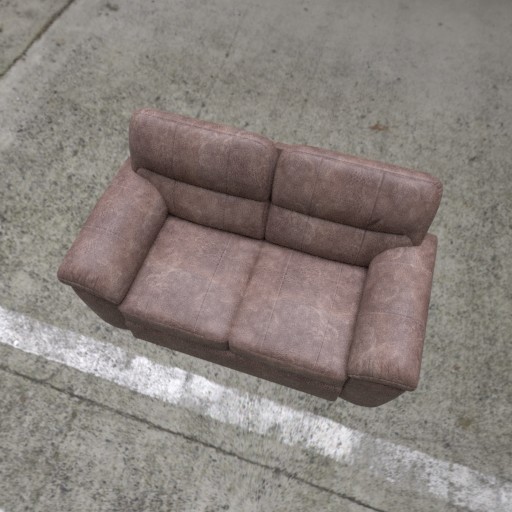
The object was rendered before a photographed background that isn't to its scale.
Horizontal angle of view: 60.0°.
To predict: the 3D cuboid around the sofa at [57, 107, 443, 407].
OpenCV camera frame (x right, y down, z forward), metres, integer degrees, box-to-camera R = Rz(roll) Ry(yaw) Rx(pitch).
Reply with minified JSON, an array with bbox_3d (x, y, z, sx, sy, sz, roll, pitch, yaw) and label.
[{"bbox_3d":[0.000,0.000,2.328,1.753,0.991,0.991,16,61,9],"label":"sofa"}]
